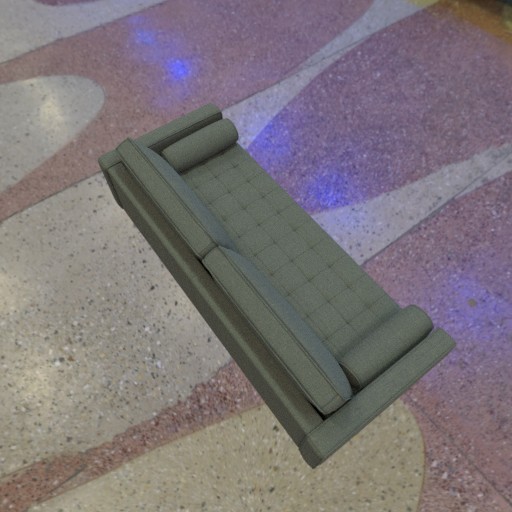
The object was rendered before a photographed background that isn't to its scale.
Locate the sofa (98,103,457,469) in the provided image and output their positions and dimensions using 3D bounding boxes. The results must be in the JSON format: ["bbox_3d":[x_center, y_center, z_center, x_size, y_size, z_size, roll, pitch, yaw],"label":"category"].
[{"bbox_3d":[0.000,0.000,2.663,0.914,0.762,2.198,-32,64,-18],"label":"sofa"}]
